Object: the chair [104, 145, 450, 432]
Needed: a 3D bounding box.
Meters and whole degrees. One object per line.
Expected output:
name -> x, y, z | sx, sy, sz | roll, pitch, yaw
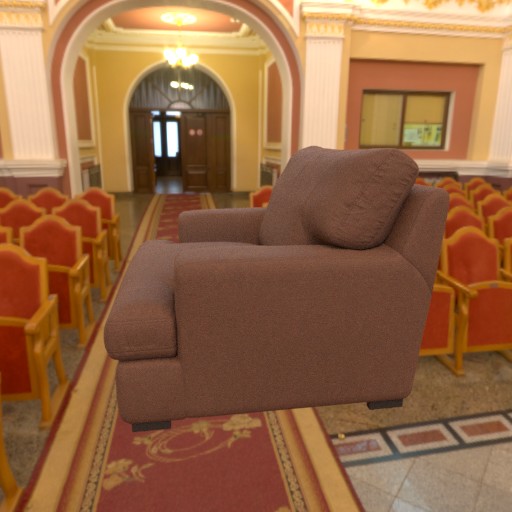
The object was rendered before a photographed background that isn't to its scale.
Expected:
chair -> 0.000, 0.000, 1.963 | 1.143, 0.940, 1.168 | -2, 15, -9
